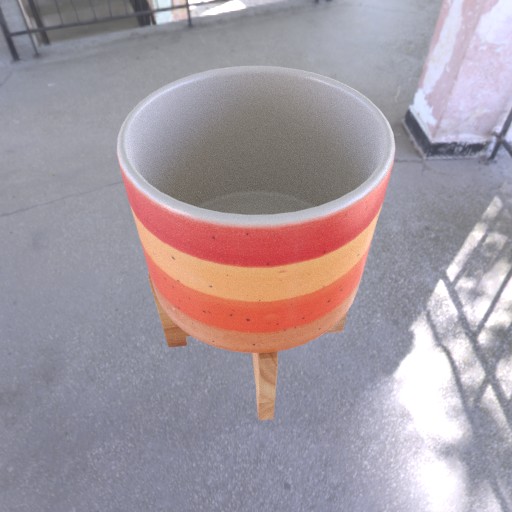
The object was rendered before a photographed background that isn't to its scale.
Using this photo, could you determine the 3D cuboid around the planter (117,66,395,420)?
[{"bbox_3d":[0.000,0.000,0.406,0.199,0.268,0.199,0,48,0],"label":"planter"}]
